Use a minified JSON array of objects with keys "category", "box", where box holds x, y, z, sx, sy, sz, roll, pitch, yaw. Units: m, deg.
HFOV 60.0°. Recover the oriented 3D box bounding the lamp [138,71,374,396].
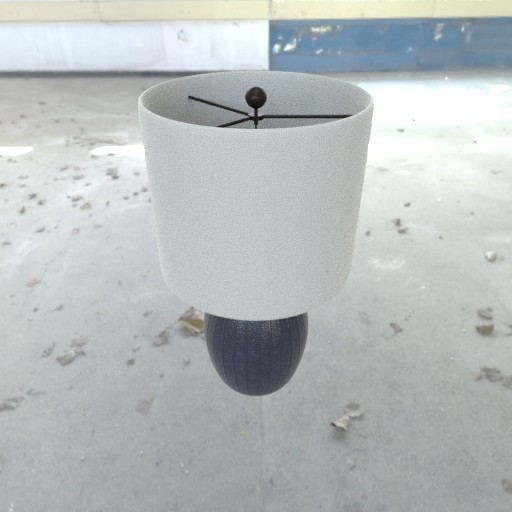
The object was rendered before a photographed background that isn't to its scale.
[{"category":"lamp","box":[0.000,0.000,0.778,0.329,0.570,0.329,0,33,0]}]
